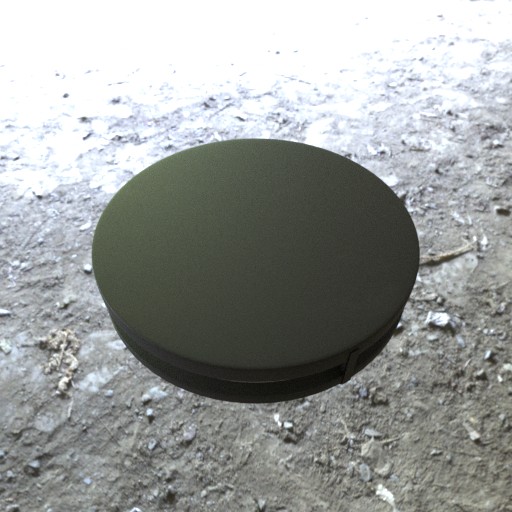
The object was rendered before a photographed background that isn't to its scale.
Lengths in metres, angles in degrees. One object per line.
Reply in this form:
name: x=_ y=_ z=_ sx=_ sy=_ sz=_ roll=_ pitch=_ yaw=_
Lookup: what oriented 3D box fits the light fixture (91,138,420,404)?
light fixture: x=0.000 y=0.000 z=0.529 sx=0.356 sy=0.102 sz=0.356 roll=0 pitch=47 yaw=0
